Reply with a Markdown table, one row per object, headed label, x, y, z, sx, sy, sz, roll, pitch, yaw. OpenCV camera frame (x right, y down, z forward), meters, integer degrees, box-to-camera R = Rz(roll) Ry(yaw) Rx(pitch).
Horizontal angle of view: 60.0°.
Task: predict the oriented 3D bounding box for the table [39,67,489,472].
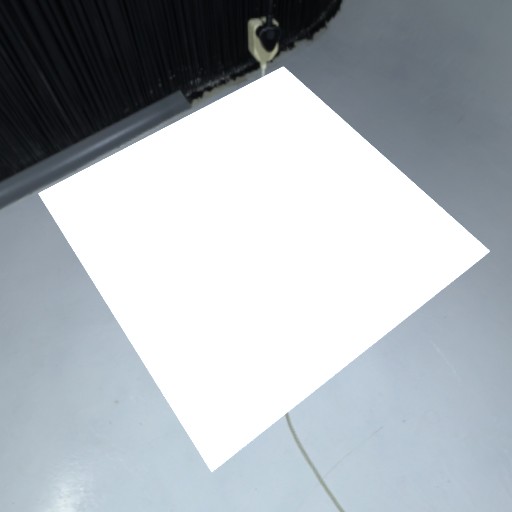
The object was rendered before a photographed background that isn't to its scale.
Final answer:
| label | x | y | z | sx | sy | sz | roll | pitch | yaw |
| --- | --- | --- | --- | --- | --- | --- | --- | --- | --- |
| table | 0.000 | 0.000 | 1.059 | 0.670 | 0.305 | 0.670 | -33 | 67 | -16 |
